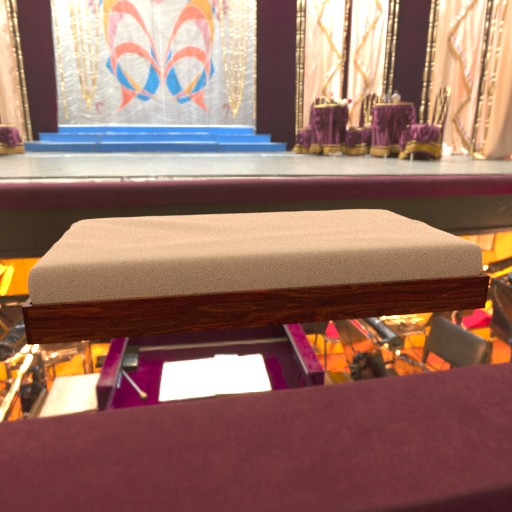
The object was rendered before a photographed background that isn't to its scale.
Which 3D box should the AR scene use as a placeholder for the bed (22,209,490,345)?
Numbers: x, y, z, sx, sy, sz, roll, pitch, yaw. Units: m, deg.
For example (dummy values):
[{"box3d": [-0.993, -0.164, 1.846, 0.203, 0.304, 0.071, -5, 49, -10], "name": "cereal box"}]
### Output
[{"box3d": [0.000, 0.000, 2.171, 1.860, 0.312, 0.940, -3, 16, -10], "name": "bed"}]
